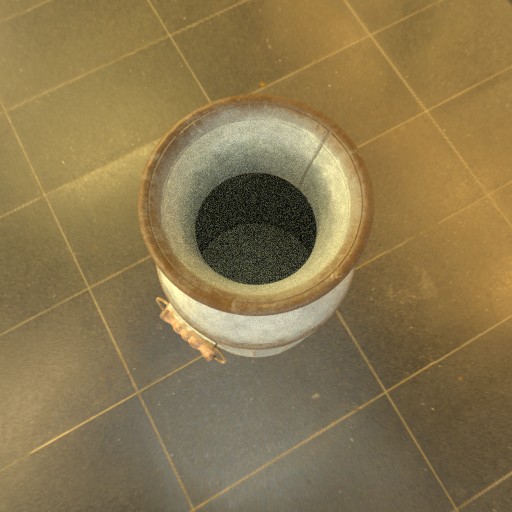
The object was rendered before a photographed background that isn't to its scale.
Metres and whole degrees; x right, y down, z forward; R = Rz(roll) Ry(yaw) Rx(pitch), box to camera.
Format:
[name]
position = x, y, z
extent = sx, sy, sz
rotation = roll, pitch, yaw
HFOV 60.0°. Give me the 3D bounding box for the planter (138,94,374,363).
[planter]
position = 0.000, 0.000, 0.503
extent = 0.215, 0.358, 0.248
rotation = 40, 79, 9
